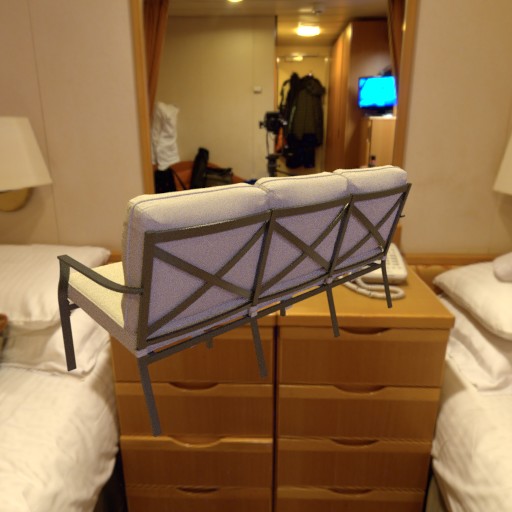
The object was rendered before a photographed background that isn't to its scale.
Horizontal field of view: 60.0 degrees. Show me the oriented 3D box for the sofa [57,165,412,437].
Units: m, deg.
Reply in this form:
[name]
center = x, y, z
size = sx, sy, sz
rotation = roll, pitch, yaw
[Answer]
[sofa]
center = 0.000, 0.000, 2.240
size = 1.740, 0.860, 0.787
rotation = -16, 23, -42
